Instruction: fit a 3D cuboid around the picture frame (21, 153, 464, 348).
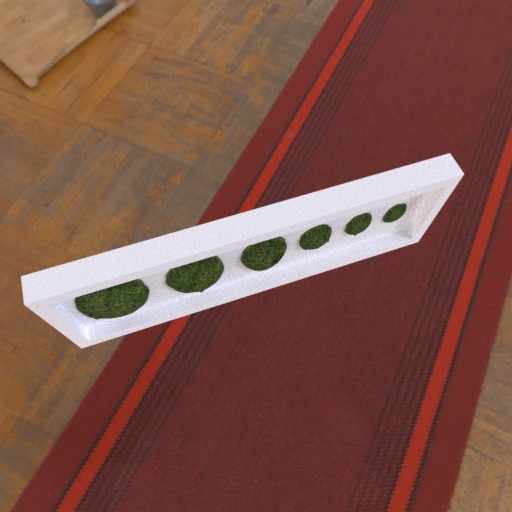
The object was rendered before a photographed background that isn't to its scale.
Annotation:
[{"bbox_3d":[0.000,0.000,0.848,0.759,0.250,0.050,-17,64,-8],"label":"picture frame"}]
